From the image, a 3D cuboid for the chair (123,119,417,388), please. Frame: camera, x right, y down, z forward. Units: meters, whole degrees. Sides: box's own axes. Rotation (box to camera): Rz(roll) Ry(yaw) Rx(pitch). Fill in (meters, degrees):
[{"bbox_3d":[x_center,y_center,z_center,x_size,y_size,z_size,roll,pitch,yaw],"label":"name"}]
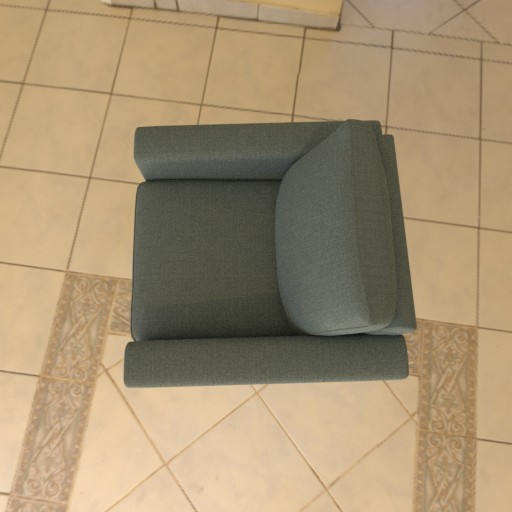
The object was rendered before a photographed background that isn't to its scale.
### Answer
[{"bbox_3d":[0.000,0.000,1.852,1.038,1.010,1.024,-2,75,0],"label":"chair"}]
